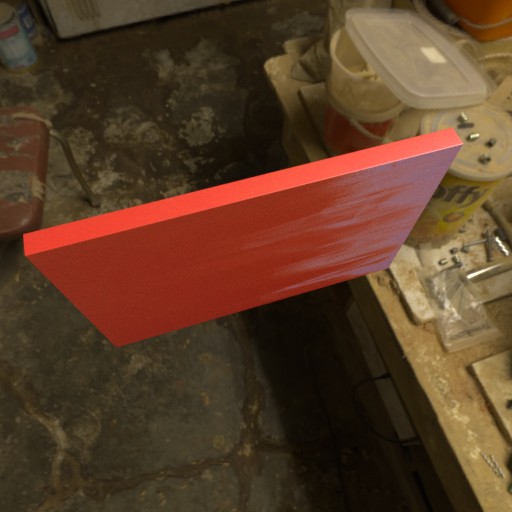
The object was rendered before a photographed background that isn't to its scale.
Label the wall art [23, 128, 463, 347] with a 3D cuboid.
[{"bbox_3d":[0.000,0.000,0.774,0.607,0.405,0.033,-15,64,-8],"label":"wall art"}]
